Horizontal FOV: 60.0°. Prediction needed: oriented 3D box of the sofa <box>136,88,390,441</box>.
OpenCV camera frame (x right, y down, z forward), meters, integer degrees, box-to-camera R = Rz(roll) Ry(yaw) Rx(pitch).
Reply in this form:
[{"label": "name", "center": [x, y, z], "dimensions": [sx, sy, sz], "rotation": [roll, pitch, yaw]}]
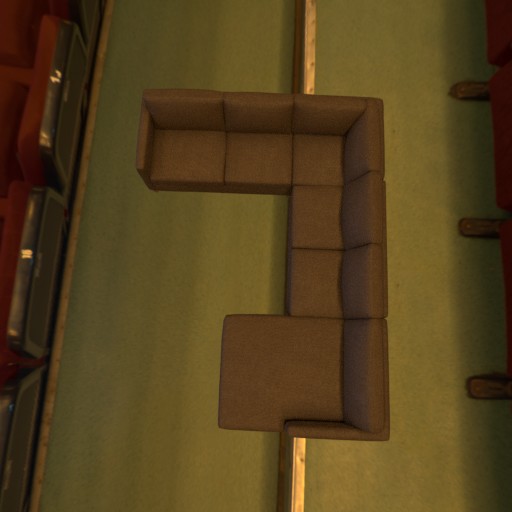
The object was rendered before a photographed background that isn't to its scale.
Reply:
[{"label": "sofa", "center": [0.000, 0.000, 4.598], "dimensions": [2.594, 0.961, 3.460], "rotation": [2, 78, 1]}]
